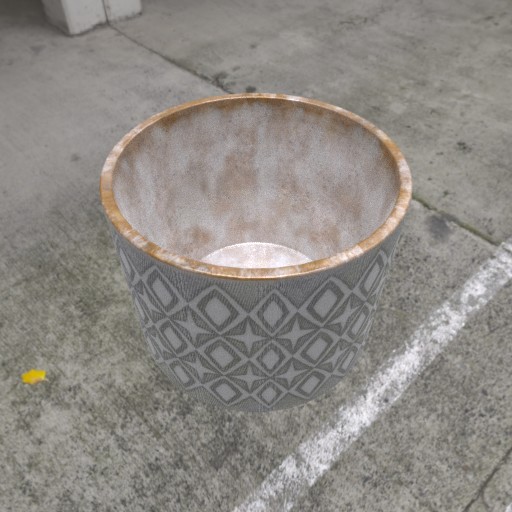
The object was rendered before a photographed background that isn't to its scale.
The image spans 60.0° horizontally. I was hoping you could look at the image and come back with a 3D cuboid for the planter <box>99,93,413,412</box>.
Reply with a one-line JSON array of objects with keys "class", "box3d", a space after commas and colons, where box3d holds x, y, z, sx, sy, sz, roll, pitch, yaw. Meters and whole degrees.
[{"class": "planter", "box3d": [0.000, 0.000, 0.449, 0.255, 0.223, 0.255, 0, 46, 0]}]
